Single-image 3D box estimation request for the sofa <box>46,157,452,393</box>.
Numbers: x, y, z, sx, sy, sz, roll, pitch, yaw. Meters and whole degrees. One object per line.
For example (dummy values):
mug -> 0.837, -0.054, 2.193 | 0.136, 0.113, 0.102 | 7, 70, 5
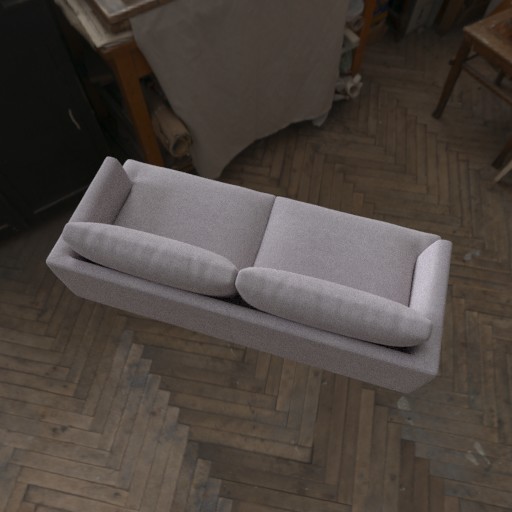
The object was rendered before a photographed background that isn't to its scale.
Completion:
sofa -> 0.000, 0.000, 2.810 | 2.250, 0.868, 1.020 | 15, 63, 8
